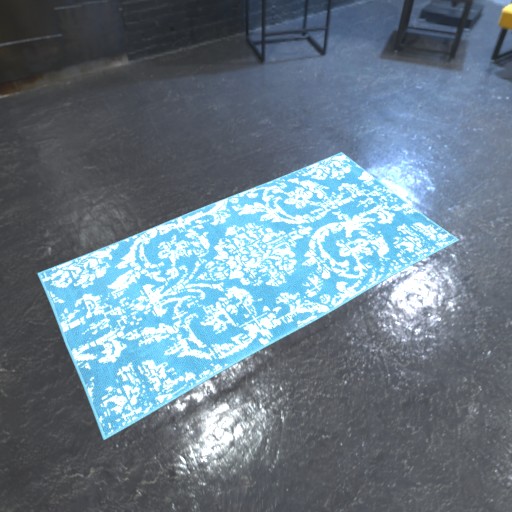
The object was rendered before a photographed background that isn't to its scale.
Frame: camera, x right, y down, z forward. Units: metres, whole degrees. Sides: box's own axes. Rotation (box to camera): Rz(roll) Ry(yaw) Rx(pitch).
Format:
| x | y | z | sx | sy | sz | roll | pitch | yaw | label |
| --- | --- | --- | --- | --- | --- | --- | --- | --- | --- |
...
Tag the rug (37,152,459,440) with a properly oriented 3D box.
| x | y | z | sx | sy | sz | roll | pitch | yaw | label |
| --- | --- | --- | --- | --- | --- | --- | --- | --- | --- |
| 0.000 | 0.000 | 1.419 | 1.219 | 0.007 | 0.604 | -25 | 52 | -22 | rug |
